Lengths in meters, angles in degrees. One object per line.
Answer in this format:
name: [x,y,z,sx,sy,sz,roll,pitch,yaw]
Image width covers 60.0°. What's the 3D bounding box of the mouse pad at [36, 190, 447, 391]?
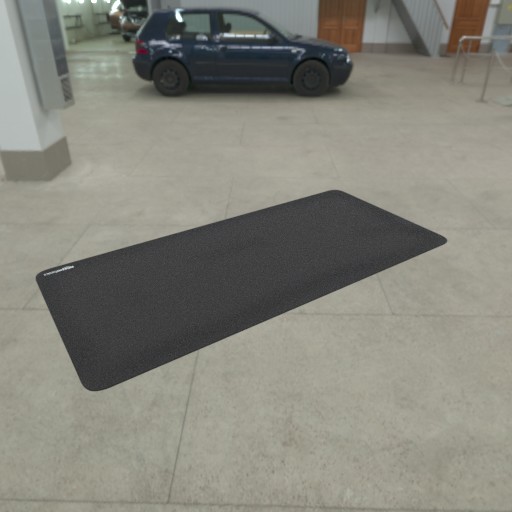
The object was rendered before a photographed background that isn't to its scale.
mouse pad: [0.000,0.000,1.049,0.907,0.003,0.424,-19,35,-29]
